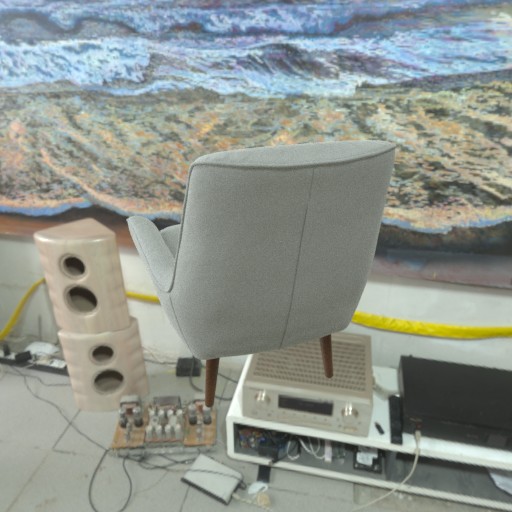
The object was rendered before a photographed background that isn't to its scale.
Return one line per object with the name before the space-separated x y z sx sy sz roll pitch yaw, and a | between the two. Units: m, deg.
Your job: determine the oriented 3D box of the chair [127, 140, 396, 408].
chair | 0.000 0.000 1.491 0.787 0.888 0.822 -9 28 -16
